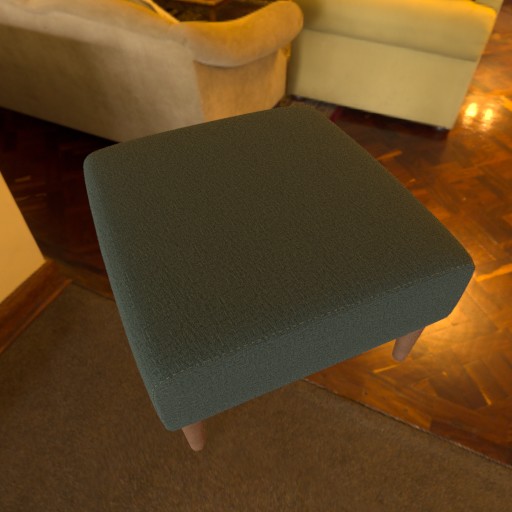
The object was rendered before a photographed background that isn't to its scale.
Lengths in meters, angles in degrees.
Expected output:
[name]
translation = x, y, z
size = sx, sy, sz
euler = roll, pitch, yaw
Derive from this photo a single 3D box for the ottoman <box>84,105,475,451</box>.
[ottoman]
translation = 0.000, 0.000, 1.039
size = 0.649, 0.398, 0.650
euler = -18, 49, -16
